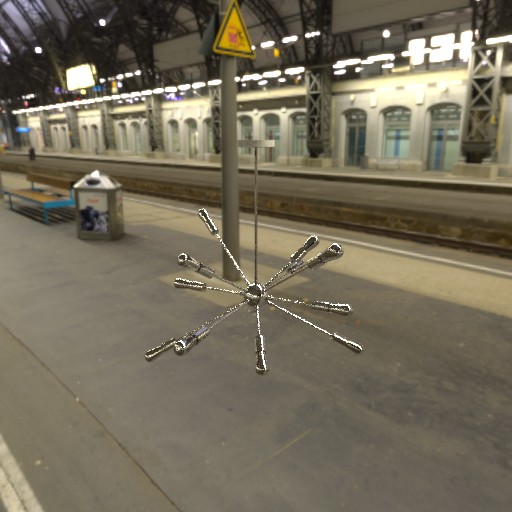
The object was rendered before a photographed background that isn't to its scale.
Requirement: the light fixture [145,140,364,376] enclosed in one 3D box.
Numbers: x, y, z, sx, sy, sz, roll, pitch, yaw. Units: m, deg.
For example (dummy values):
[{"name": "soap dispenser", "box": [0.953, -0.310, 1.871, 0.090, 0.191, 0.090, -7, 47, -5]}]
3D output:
[{"name": "light fixture", "box": [0.000, 0.000, 1.103, 0.509, 0.558, 0.684, 7, 16, 25]}]
